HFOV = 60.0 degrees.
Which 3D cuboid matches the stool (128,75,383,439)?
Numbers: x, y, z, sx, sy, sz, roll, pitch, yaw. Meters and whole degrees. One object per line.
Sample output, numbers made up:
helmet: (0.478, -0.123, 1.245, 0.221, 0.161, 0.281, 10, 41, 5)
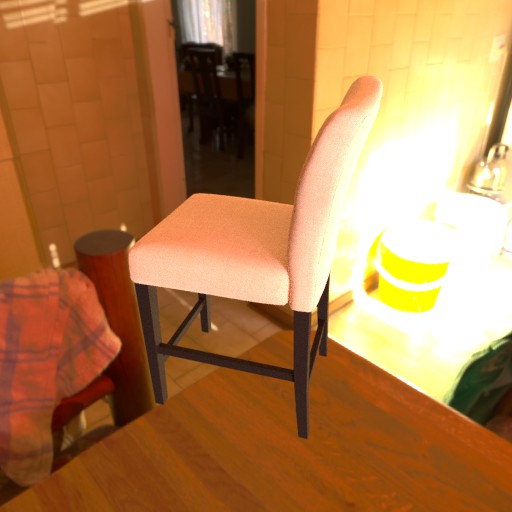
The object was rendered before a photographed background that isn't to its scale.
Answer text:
stool: (0.000, 0.000, 1.322, 0.603, 0.972, 0.514, 8, 30, 15)
